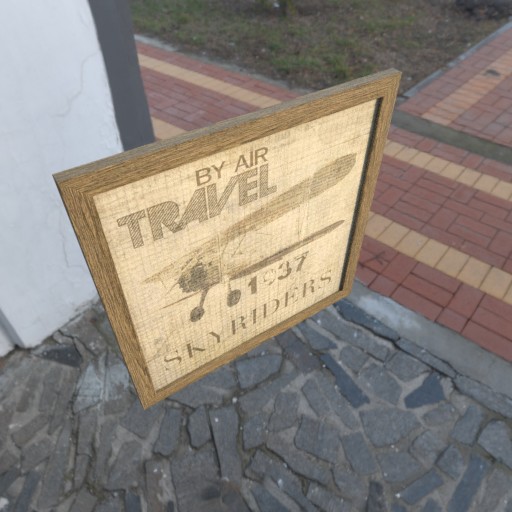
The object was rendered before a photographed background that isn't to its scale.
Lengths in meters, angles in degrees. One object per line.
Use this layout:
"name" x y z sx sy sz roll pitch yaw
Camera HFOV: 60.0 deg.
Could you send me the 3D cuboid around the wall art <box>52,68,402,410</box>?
"wall art" 0.000 0.000 0.744 0.508 0.508 0.019 -25 50 -23
